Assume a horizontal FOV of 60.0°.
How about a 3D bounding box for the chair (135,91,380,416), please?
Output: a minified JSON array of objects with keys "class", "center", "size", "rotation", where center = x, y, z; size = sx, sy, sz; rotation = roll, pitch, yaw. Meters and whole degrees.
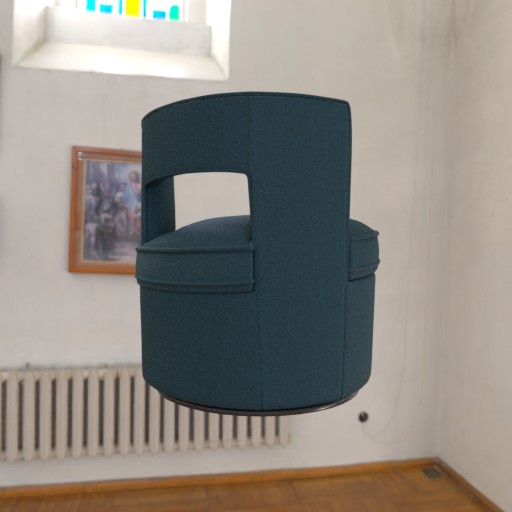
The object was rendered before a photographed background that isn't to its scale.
[{"class":"chair","center":[0.000,0.000,1.258],"size":[0.684,0.711,0.660],"rotation":[0,1,35]}]
